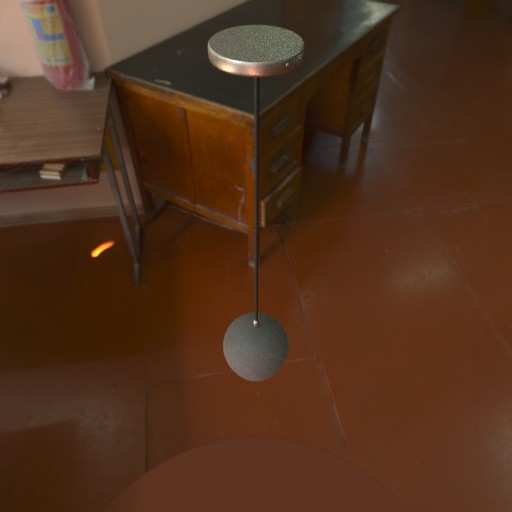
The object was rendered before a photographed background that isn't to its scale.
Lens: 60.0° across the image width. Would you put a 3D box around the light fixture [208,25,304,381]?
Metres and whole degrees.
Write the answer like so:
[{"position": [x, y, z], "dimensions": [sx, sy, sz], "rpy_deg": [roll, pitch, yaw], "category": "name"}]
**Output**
[{"position": [0.000, 0.000, 0.819], "dimensions": [0.153, 0.760, 0.153], "rpy_deg": [18, 49, 17], "category": "light fixture"}]
